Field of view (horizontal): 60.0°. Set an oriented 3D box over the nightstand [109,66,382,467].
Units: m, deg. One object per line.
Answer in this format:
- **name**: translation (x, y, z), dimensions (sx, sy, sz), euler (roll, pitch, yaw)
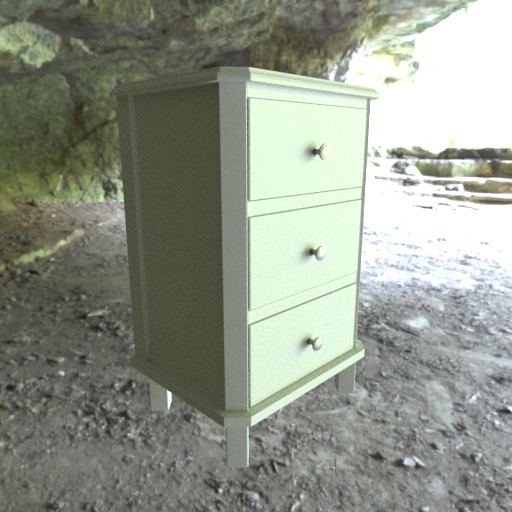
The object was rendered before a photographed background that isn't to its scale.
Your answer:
- **nightstand**: translation (0.000, 0.000, 0.948), dimensions (0.351, 0.681, 0.435), euler (14, 20, 43)
